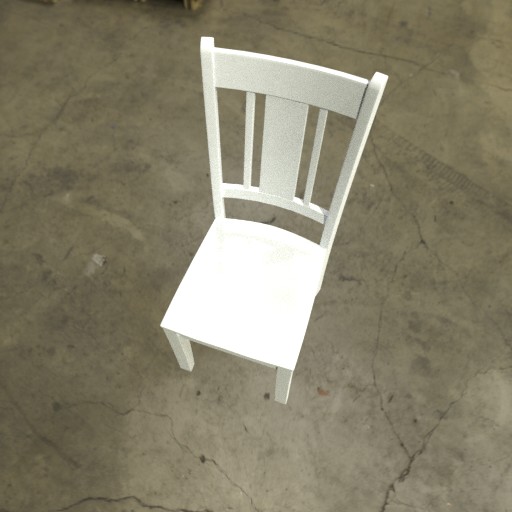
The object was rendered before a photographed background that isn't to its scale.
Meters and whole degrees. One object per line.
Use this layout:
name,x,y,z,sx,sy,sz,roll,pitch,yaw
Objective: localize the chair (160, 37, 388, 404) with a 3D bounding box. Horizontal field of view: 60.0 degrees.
chair,0.000,0.000,1.325,0.450,0.998,0.555,16,60,10
